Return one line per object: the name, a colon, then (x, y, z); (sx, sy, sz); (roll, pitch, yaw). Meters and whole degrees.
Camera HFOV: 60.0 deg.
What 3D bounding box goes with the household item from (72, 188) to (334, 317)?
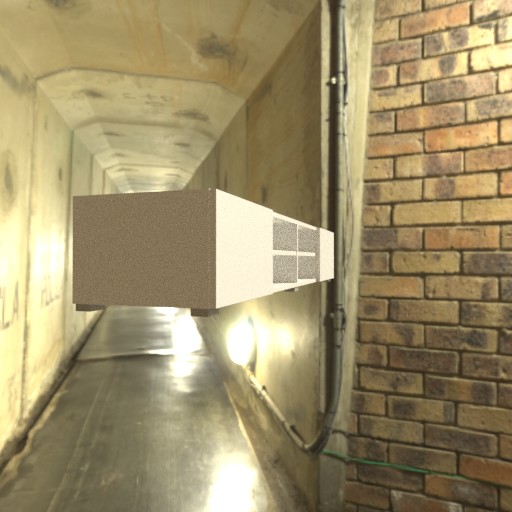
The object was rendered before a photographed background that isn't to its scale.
household item: (0.000, 0.000, 2.003); (0.420, 0.310, 1.850); (0, 0, 19)
